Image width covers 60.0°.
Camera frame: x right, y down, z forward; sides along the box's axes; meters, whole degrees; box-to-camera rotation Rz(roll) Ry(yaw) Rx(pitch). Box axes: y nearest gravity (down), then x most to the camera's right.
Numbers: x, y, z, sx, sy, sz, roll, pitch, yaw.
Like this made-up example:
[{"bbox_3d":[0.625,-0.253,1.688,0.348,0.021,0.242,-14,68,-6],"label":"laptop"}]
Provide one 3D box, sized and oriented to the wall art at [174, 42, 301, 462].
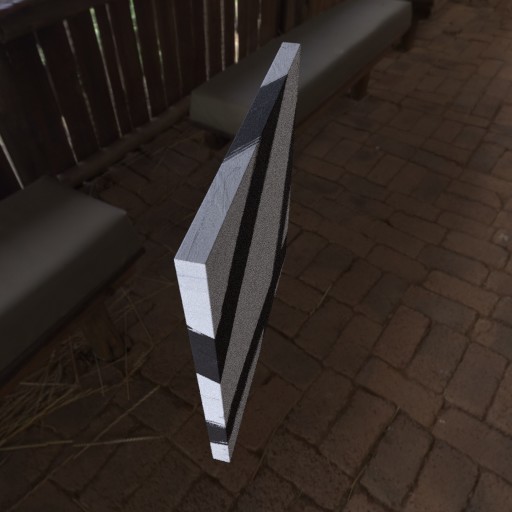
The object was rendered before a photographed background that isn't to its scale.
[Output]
[{"bbox_3d":[0.000,0.000,1.132,0.046,0.765,0.765,10,48,9],"label":"wall art"}]
